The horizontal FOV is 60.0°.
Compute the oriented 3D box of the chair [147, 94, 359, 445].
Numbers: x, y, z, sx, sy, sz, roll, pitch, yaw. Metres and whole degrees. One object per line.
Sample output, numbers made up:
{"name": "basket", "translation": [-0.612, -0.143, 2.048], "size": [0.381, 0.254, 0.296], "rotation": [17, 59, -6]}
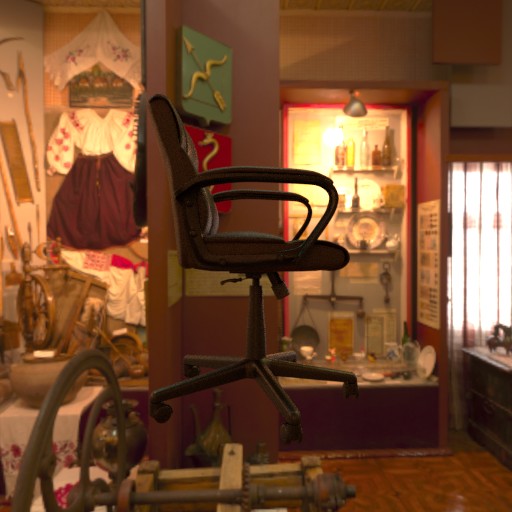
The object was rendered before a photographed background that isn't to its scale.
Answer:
{"name": "chair", "translation": [0.000, 0.000, 1.522], "size": [0.717, 1.004, 0.739], "rotation": [0, 1, 0]}
